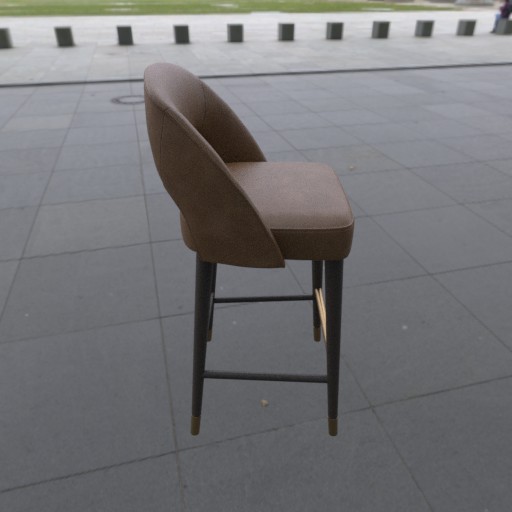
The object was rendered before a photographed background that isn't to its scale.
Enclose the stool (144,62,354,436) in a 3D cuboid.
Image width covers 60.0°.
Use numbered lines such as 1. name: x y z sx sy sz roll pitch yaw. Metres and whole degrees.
1. stool: 0.000 0.000 1.298 0.509 1.037 0.494 0 31 0
